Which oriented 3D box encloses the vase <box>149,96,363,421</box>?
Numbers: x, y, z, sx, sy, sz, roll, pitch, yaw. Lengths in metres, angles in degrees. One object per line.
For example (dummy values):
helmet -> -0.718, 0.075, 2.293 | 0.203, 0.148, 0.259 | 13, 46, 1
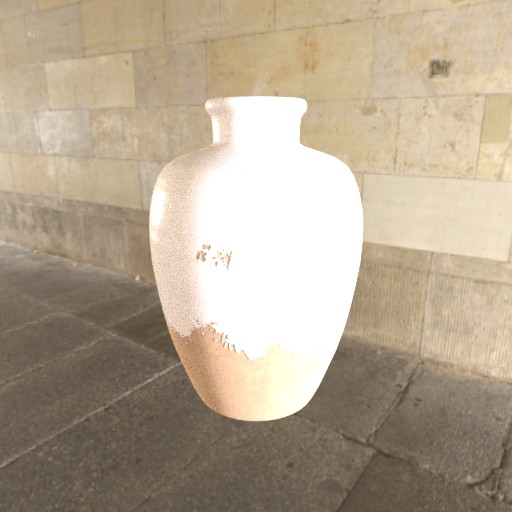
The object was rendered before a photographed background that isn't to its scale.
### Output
vase -> 0.000, 0.000, 0.343 | 0.158, 0.228, 0.158 | 0, 16, 0
